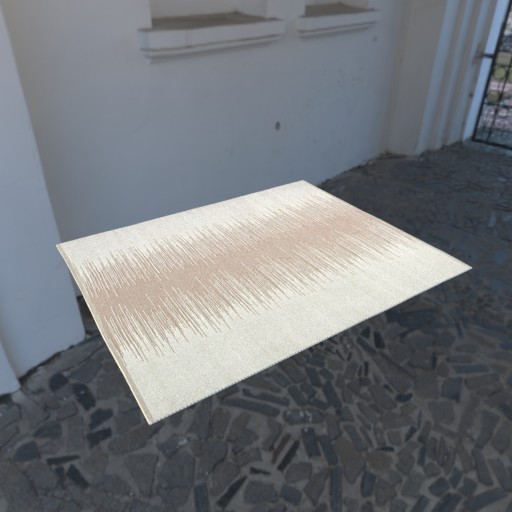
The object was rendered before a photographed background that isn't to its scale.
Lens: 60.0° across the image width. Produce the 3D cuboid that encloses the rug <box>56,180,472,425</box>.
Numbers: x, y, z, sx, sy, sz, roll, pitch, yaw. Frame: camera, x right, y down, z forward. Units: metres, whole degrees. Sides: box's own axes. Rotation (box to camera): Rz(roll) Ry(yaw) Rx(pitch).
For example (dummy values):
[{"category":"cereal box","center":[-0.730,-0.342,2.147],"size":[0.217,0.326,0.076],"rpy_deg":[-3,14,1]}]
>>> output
[{"category":"rug","center":[0.000,0.000,4.123],"size":[3.048,0.013,2.438],"rpy_deg":[-19,36,-27]}]
